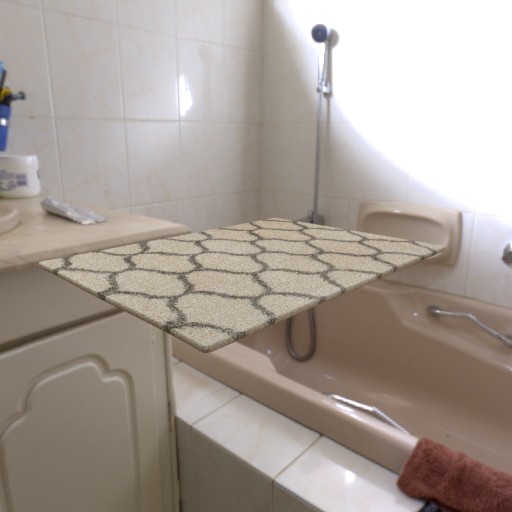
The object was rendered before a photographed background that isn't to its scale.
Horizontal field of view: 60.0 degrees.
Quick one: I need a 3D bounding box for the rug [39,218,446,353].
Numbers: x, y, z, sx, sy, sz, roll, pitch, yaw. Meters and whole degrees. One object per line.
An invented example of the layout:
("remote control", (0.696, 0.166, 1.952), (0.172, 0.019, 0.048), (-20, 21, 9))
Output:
("rug", (0.000, 0.000, 2.145), (1.200, 0.025, 1.600), (14, 21, 43))
